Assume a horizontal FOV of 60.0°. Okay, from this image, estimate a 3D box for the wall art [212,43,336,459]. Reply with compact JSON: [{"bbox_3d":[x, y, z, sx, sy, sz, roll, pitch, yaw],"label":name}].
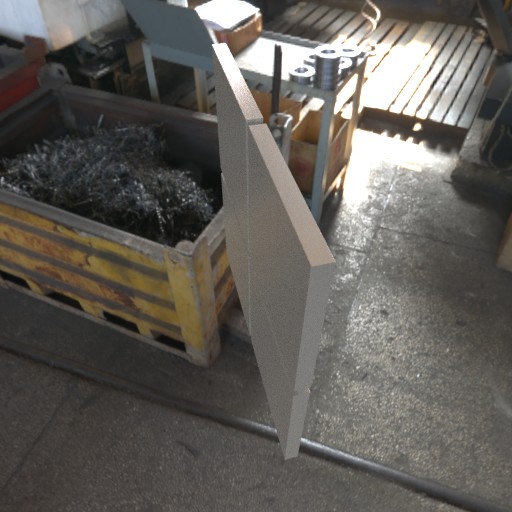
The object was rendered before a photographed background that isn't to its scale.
[{"bbox_3d":[0.000,0.000,0.911,0.029,0.611,0.611,-10,48,-10],"label":"wall art"}]
